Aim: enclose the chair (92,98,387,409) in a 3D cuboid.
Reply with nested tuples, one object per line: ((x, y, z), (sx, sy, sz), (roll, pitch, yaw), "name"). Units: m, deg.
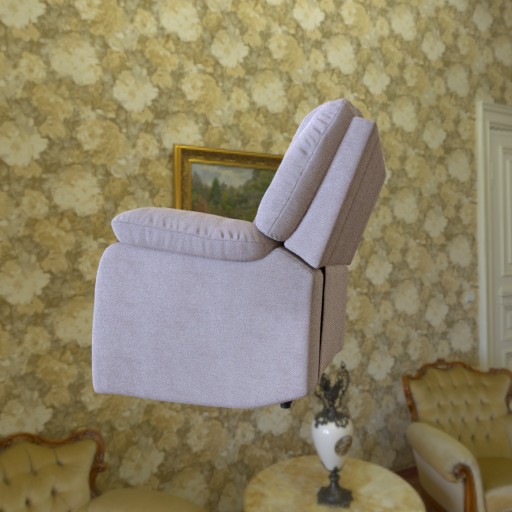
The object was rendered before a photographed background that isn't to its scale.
((0.000, 0.000, 1.709), (0.944, 1.008, 0.899), (0, -1, 18), "chair")
